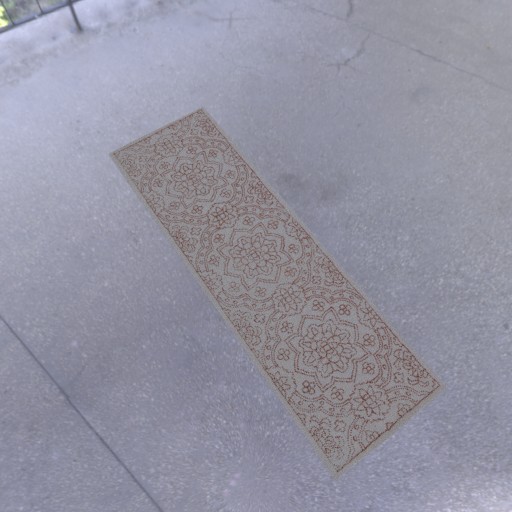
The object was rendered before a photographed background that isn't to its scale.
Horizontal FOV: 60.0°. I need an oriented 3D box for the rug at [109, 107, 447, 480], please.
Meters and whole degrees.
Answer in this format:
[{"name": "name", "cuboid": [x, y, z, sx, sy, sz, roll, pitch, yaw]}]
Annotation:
[{"name": "rug", "cuboid": [0.000, 0.000, 2.692, 0.769, 0.012, 2.448, -32, 68, -15]}]
